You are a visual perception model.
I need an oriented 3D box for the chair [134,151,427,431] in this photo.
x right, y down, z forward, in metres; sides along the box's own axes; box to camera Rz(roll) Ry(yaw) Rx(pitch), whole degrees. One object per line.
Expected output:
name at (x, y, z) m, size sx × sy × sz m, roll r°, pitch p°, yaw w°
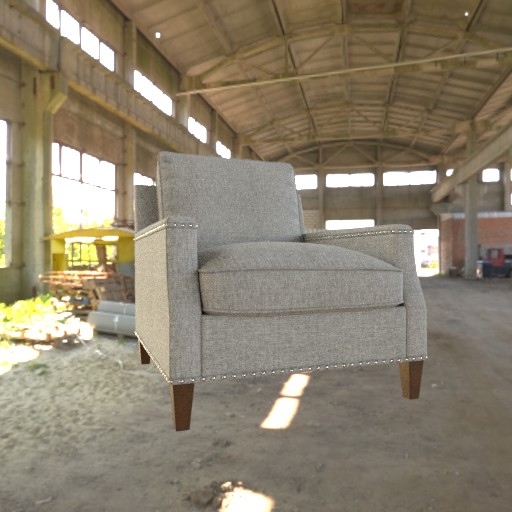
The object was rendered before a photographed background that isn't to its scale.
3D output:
chair at (0.000, 0.000, 1.748) m, size 0.853 × 0.943 × 1.014 m, roll 0°, pitch -1°, yaw -21°
